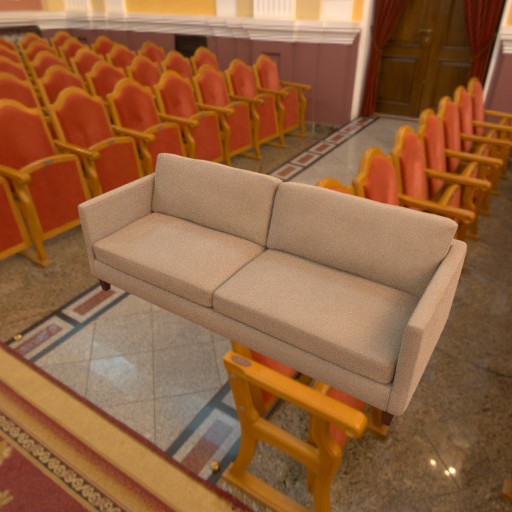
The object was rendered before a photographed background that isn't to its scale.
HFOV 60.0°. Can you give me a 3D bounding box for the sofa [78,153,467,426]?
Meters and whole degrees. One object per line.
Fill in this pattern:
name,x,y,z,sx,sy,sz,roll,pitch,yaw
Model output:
sofa,0.000,0.000,2.969,2.404,0.912,0.988,19,36,28
